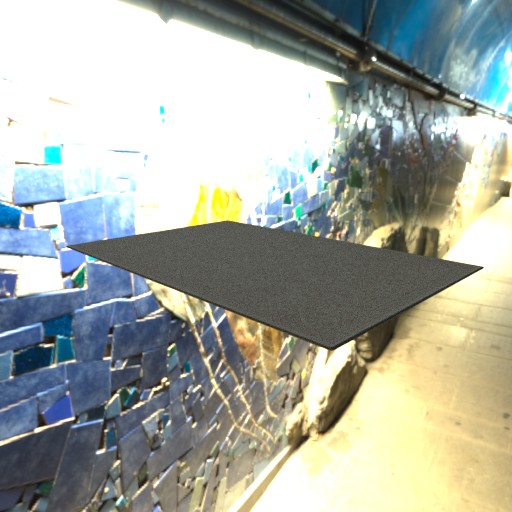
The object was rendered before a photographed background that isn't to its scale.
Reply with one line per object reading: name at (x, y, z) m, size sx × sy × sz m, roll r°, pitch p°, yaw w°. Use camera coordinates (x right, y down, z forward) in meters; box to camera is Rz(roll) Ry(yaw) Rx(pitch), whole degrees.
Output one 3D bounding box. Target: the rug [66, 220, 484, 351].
rug at (0.000, 0.000, 2.296) m, size 1.219 × 0.010 × 1.829 m, roll -14°, pitch 20°, yaw -43°
